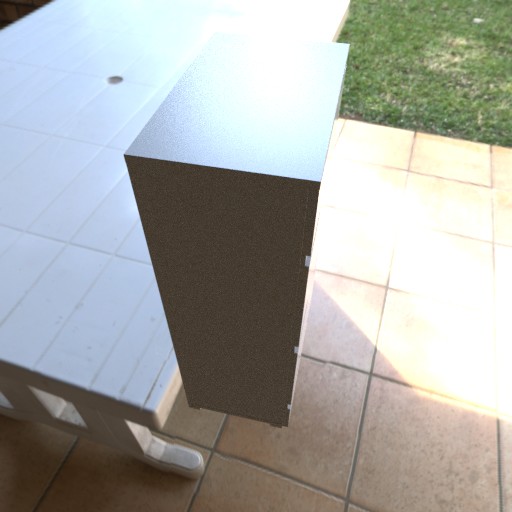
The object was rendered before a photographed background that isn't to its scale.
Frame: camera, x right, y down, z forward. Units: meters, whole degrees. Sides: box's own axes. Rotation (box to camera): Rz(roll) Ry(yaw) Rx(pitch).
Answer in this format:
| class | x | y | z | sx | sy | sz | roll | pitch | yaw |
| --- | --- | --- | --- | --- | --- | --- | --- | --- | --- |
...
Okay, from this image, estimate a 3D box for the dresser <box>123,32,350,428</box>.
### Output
| class | x | y | z | sx | sy | sz | roll | pitch | yaw |
| --- | --- | --- | --- | --- | --- | --- | --- | --- | --- |
| dresser | 0.000 | 0.000 | 1.514 | 0.400 | 1.190 | 0.650 | 10 | 48 | 9 |
